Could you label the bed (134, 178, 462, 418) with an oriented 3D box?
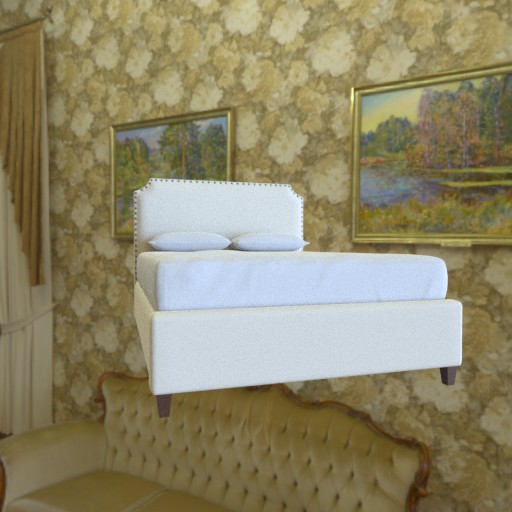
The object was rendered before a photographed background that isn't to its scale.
[{"bbox_3d":[0.000,0.000,3.315,1.703,1.415,2.329,0,1,-17],"label":"bed"}]
